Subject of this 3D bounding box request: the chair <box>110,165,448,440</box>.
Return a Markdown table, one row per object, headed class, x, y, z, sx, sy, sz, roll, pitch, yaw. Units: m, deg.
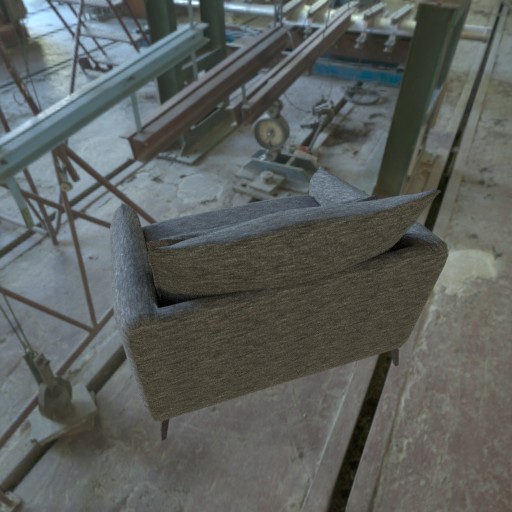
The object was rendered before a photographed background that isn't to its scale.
| class | x | y | z | sx | sy | sz | roll | pitch | yaw |
| --- | --- | --- | --- | --- | --- | --- | --- | --- | --- |
| chair | 0.000 | 0.000 | 1.600 | 1.004 | 0.842 | 0.805 | -13 | 43 | -14 |
